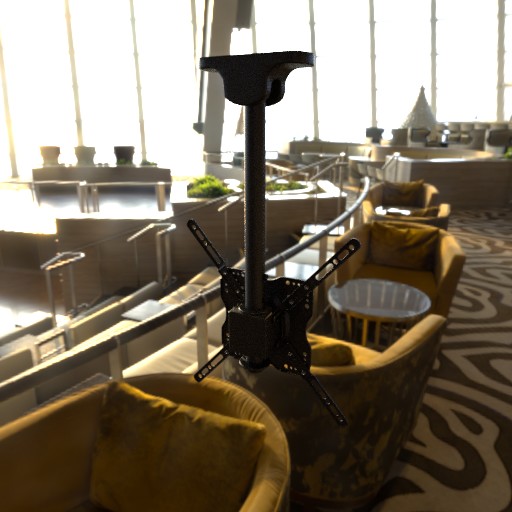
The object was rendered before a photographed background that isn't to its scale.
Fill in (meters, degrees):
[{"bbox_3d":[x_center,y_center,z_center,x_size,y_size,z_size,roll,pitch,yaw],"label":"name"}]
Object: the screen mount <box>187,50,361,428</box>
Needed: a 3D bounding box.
[{"bbox_3d":[0.000,0.000,0.881,0.393,0.729,0.090,9,19,27],"label":"screen mount"}]
